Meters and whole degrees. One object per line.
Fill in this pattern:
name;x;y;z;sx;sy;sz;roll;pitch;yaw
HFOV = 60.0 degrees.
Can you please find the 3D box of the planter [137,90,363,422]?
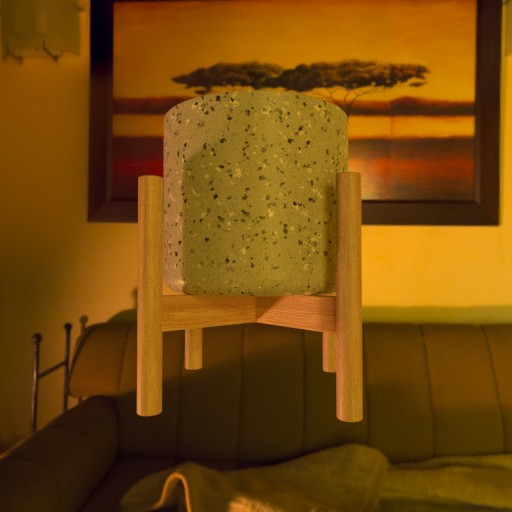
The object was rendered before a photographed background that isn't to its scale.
planter;0.000;0.000;0.542;0.284;0.320;0.284;0;-2;-18
